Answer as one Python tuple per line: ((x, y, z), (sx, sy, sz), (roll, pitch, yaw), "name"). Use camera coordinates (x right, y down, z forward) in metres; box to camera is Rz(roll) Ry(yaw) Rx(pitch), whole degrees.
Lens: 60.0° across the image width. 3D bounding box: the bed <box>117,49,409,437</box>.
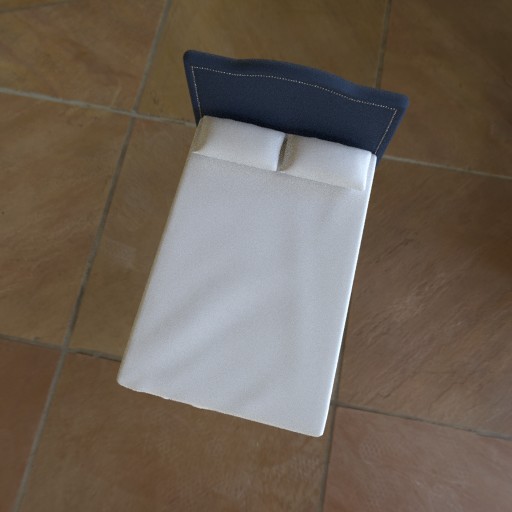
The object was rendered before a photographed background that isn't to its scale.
((0.000, 0.000, 3.494), (1.741, 1.441, 2.507), (13, 75, 4), "bed")
